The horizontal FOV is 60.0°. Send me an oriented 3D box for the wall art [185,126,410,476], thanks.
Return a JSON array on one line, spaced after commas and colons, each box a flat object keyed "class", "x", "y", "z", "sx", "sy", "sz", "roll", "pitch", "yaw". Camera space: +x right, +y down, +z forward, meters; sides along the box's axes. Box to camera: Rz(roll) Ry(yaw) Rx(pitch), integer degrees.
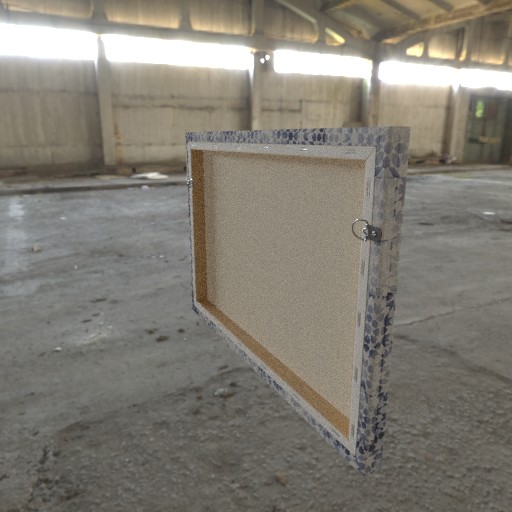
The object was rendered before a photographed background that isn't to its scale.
[{"class": "wall art", "x": 0.000, "y": 0.000, "z": 0.745, "sx": 0.030, "sy": 0.406, "sz": 0.608, "roll": -8, "pitch": 17, "yaw": -27}]
